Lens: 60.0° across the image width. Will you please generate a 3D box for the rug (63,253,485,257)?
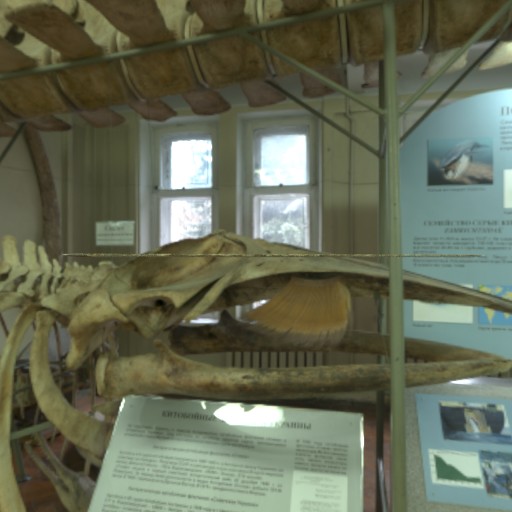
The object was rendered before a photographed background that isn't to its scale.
[{"bbox_3d":[0.000,0.000,4.363,3.291,0.017,2.431,0,0,-19],"label":"rug"}]
